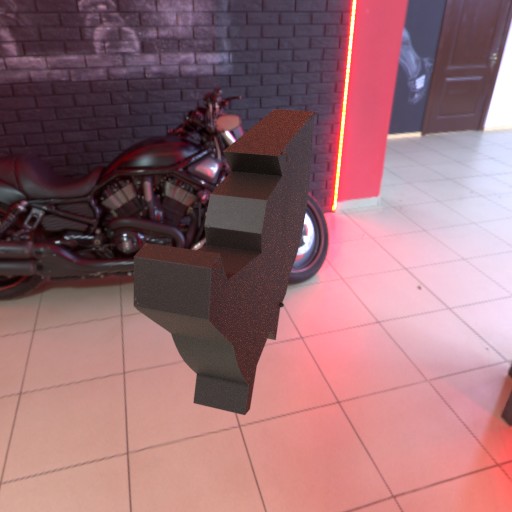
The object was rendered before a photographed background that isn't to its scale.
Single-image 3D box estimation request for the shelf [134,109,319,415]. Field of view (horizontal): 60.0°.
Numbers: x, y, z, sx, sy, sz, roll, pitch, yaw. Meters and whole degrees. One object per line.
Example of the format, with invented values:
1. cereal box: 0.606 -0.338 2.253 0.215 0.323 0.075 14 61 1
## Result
1. shelf: 0.000 0.000 0.911 0.112 0.439 0.729 8 31 14
